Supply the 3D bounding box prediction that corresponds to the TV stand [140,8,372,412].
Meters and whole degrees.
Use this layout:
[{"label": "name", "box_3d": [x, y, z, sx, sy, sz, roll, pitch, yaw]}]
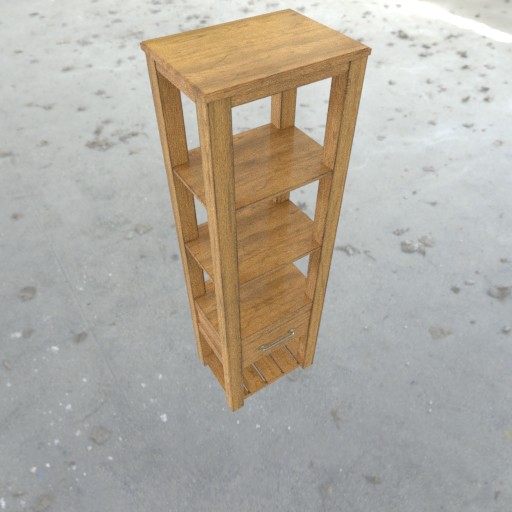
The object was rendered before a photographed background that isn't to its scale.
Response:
[{"label": "TV stand", "box_3d": [0.000, 0.000, 1.989, 0.565, 1.828, 0.435, -25, 51, -22]}]
